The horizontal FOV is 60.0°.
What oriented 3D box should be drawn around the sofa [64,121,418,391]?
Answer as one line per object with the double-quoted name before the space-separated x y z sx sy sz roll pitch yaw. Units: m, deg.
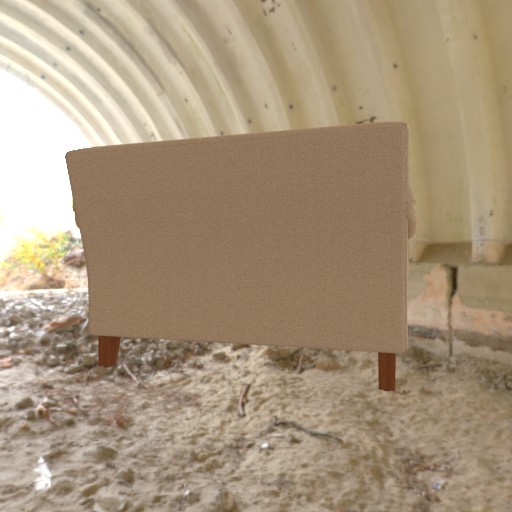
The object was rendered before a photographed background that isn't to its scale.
"sofa" 0.000 0.000 2.236 1.508 1.048 1.087 0 0 17
